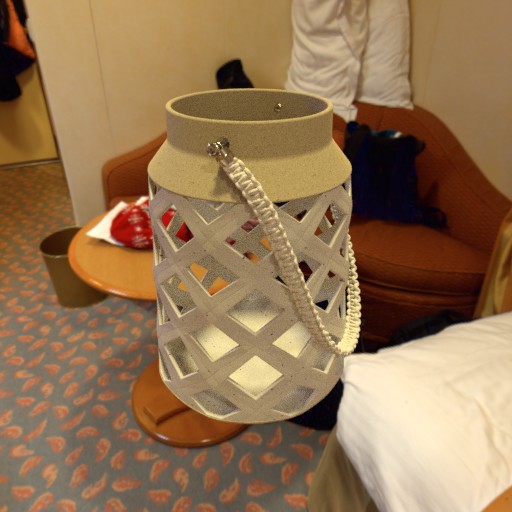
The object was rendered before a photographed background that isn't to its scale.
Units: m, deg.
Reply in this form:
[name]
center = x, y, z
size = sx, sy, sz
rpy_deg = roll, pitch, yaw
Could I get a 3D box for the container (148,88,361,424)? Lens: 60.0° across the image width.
[container]
center = 0.000, 0.000, 0.397
size = 0.198, 0.264, 0.188
rpy_deg = 10, 31, 17
